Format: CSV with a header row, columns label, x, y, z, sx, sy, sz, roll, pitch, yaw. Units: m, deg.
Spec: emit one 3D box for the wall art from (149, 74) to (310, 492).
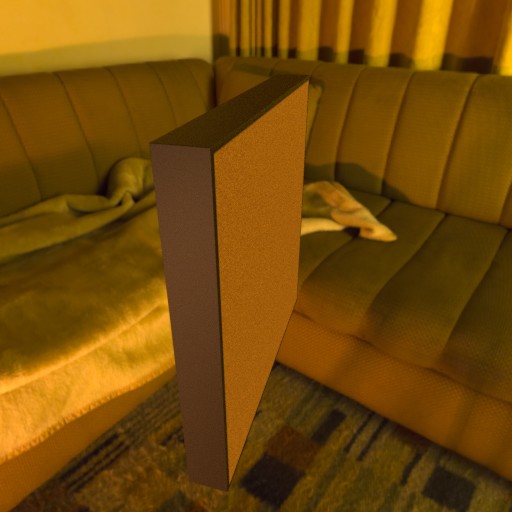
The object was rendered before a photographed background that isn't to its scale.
label,x,y,z,sx,sy,sz,roll,pitch,yaw
wall art,0.000,0.000,0.444,0.037,0.303,0.304,8,30,14
